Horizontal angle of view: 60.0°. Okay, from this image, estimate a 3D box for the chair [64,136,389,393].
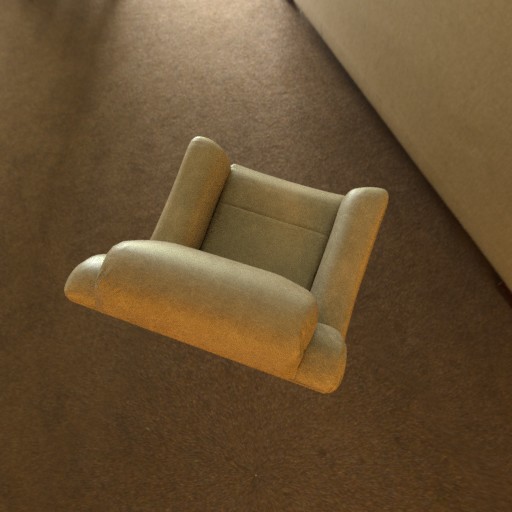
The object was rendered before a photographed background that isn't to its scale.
[{"bbox_3d":[0.000,0.000,1.880,0.967,1.116,1.068,18,65,9],"label":"chair"}]
